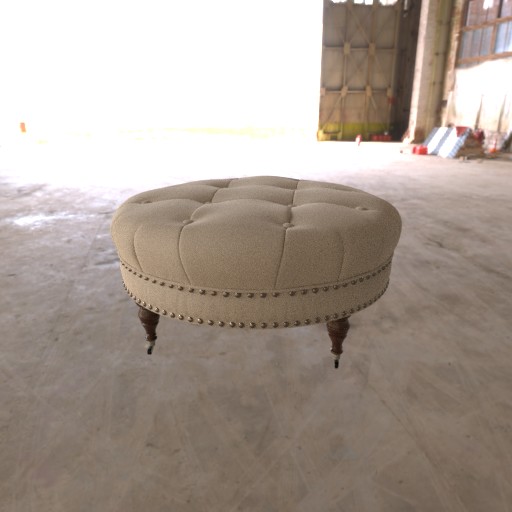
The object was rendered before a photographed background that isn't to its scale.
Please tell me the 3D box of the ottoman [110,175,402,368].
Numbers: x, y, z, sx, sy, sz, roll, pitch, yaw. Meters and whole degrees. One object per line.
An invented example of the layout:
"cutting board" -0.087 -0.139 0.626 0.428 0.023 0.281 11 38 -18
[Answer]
"ottoman" 0.000 0.000 1.451 0.901 0.439 0.901 0 19 0
